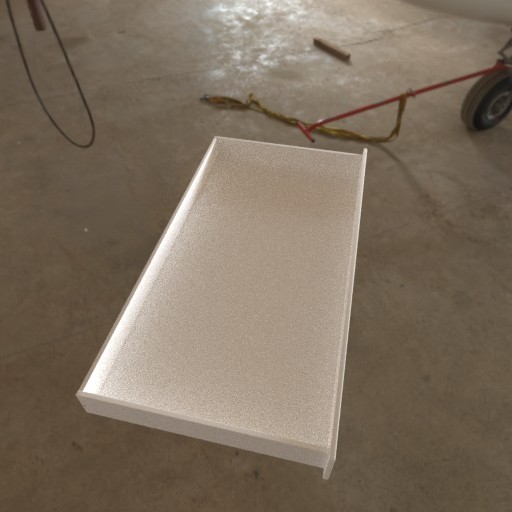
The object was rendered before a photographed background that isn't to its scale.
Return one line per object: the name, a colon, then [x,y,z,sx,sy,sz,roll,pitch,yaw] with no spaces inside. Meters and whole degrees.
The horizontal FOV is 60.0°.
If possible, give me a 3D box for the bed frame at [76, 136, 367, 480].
bed frame: [0.000,0.000,1.549,0.670,0.141,1.300,10,48,9]
